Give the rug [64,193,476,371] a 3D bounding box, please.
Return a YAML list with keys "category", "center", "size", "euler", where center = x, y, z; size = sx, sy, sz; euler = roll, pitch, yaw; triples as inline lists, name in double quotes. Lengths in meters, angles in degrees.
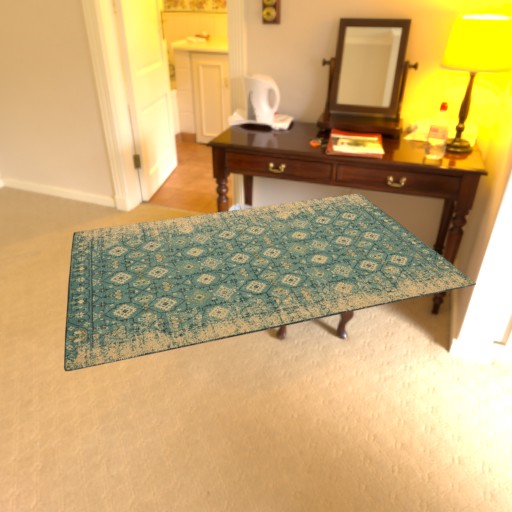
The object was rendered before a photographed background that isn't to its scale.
- category: "rug"
  center: [0.000, 0.000, 2.252]
  size: [1.795, 0.008, 1.102]
  euler: [-9, 33, -15]
